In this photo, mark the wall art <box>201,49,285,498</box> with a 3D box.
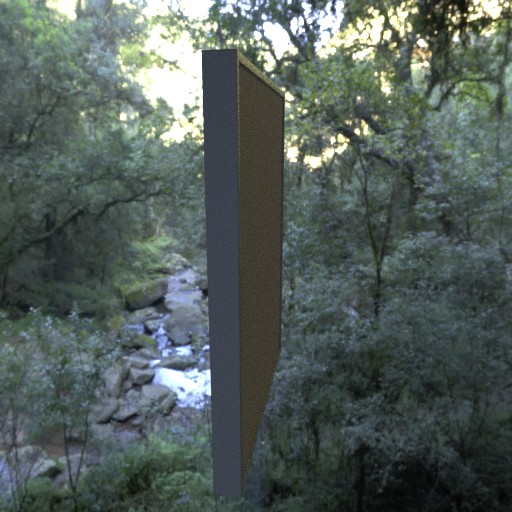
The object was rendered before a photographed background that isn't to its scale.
[{"bbox_3d":[0.000,0.000,0.738,0.039,0.553,0.445,3,15,10],"label":"wall art"}]
